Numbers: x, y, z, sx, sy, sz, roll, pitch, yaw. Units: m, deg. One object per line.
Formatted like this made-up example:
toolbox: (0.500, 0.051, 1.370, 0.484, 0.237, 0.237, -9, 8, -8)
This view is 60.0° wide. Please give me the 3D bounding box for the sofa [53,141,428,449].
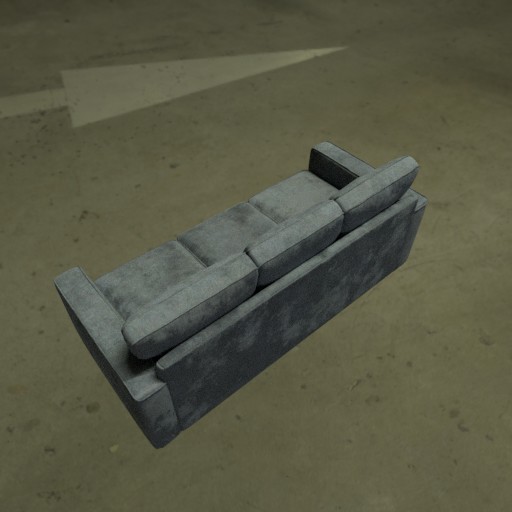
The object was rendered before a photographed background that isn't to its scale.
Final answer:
sofa: (0.000, 0.000, 2.718, 2.133, 0.965, 0.939, -31, 54, -26)
